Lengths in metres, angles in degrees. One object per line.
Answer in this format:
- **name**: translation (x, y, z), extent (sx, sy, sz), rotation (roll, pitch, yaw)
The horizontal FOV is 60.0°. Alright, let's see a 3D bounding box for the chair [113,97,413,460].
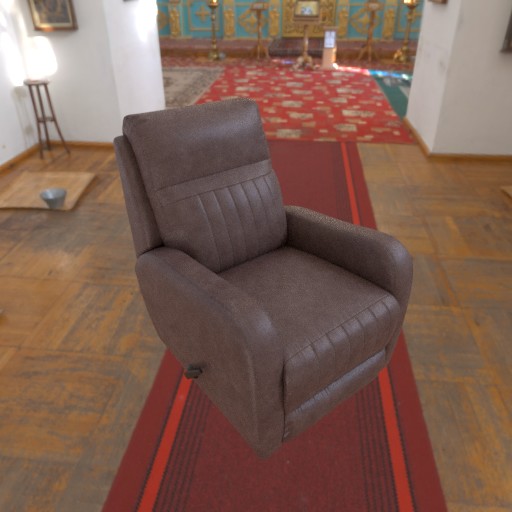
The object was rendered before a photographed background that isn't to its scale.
- **chair**: translation (0.000, 0.000, 1.821), extent (0.865, 1.067, 1.067), rotation (-22, 37, -33)
